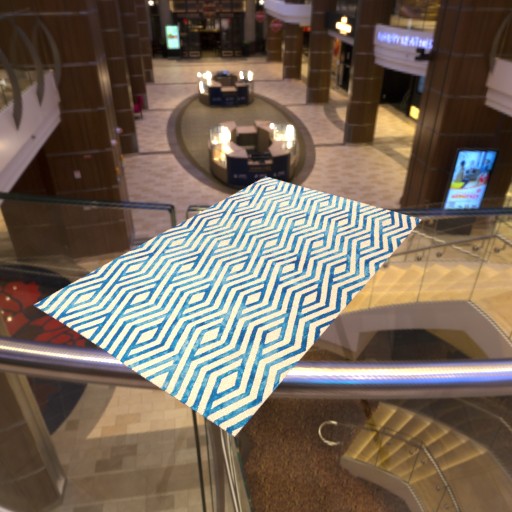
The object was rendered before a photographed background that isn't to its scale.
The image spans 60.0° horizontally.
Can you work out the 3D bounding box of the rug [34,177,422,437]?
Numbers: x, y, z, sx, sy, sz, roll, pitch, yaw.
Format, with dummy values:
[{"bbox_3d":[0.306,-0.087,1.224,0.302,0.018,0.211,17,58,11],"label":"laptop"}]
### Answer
[{"bbox_3d":[0.000,0.000,3.107,1.531,0.008,2.439,21,38,29],"label":"rug"}]
